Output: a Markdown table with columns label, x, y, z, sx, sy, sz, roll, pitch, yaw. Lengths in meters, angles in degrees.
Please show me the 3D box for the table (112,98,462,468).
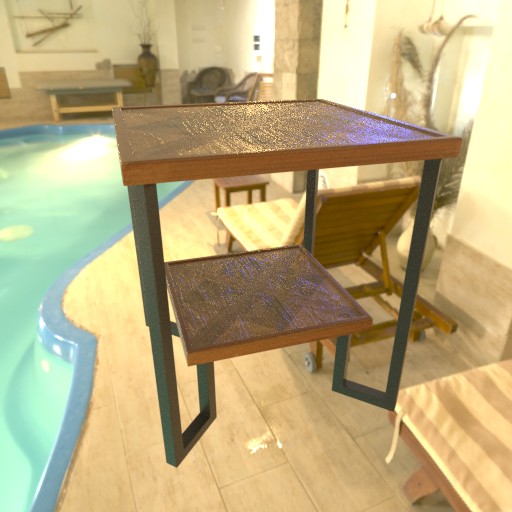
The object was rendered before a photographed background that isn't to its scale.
| label | x | y | z | sx | sy | sz | roll | pitch | yaw |
| --- | --- | --- | --- | --- | --- | --- | --- | --- | --- |
| table | 0.000 | 0.000 | 0.945 | 0.503 | 0.563 | 0.503 | -8 | 27 | -16 |
